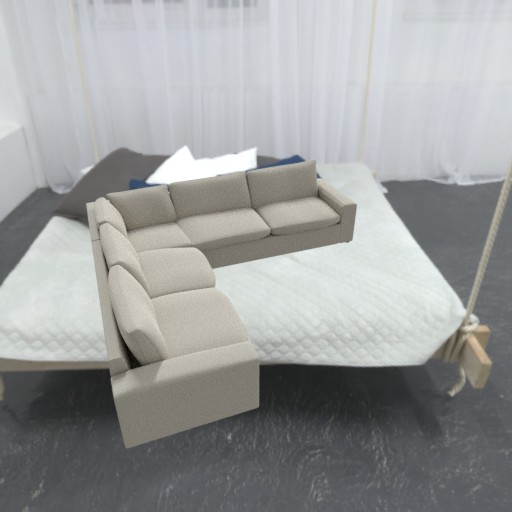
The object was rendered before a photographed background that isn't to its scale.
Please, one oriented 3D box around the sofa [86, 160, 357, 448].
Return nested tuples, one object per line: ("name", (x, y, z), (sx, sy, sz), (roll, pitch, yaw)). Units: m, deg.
("sofa", (0.000, 0.000, 4.704), (3.206, 0.918, 3.066), (-11, 33, -18))
